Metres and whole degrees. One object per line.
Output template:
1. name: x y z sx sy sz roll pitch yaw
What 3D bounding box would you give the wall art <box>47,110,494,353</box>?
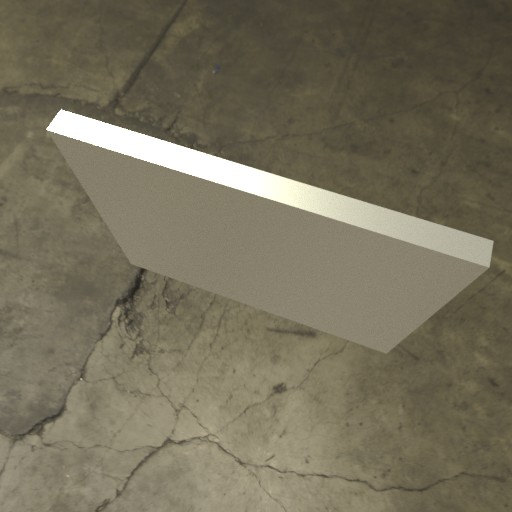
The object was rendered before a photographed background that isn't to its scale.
1. wall art: 0.000 0.000 1.373 1.056 0.801 0.066 18 66 8
